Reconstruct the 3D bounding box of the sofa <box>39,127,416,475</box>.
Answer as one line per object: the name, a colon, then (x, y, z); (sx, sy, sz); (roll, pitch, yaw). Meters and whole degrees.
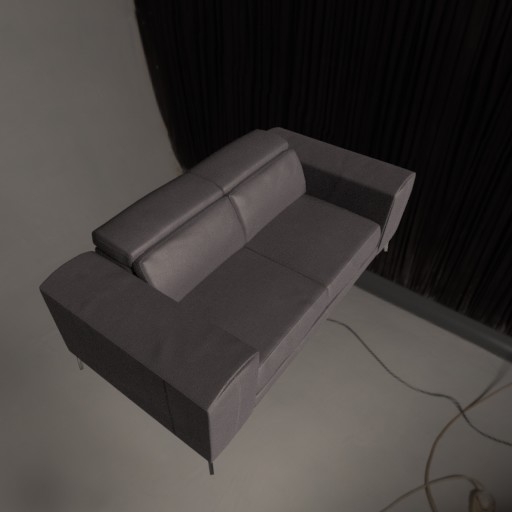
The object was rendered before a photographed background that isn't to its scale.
sofa: (0.000, 0.000, 2.419); (1.003, 0.779, 1.895); (26, 49, 26)
